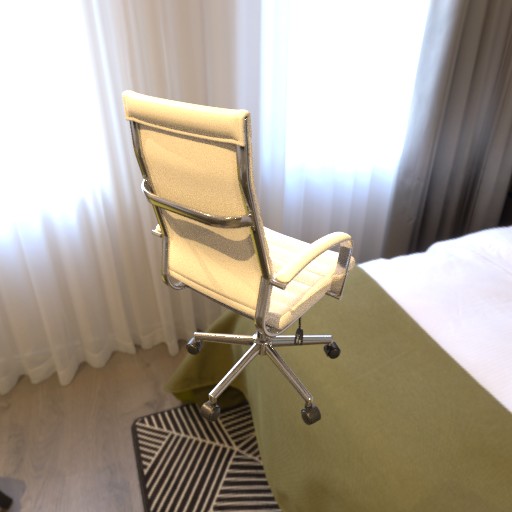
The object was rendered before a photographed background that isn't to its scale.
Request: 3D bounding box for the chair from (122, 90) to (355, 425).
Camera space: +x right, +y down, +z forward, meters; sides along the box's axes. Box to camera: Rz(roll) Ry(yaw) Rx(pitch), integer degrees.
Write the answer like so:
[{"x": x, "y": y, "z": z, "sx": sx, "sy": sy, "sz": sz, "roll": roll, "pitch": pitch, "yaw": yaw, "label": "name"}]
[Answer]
[{"x": 0.000, "y": 0.000, "z": 1.572, "sx": 0.679, "sy": 1.149, "sz": 0.679, "roll": 21, "pitch": 36, "yaw": 33, "label": "chair"}]
